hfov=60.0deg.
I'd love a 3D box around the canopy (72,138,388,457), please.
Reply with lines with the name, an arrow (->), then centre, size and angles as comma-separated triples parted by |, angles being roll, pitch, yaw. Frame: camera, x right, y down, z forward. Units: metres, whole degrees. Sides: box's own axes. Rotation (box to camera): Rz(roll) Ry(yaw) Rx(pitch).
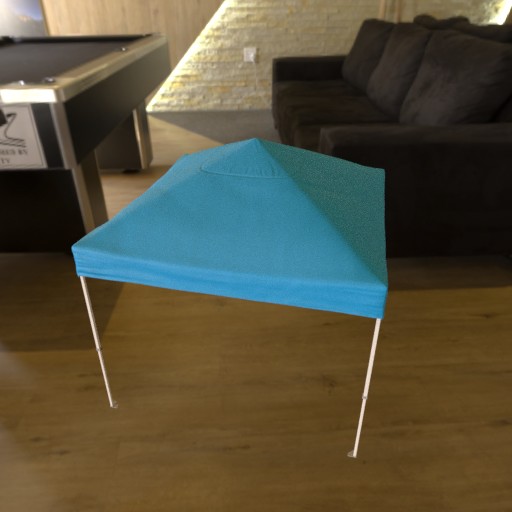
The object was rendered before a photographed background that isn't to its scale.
canopy -> 0.000, 0.000, 5.607 | 2.998, 2.997, 2.996 | 7, 31, 12
